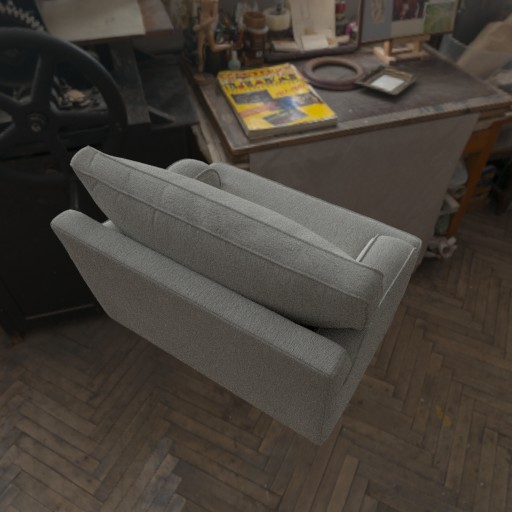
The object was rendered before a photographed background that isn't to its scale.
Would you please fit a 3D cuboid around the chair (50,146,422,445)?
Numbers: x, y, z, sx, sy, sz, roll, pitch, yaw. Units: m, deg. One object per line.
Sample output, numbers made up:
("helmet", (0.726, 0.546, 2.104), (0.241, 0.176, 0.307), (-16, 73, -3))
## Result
("chair", (0.000, 0.000, 1.950), (1.220, 1.016, 1.041), (25, 51, 22))
